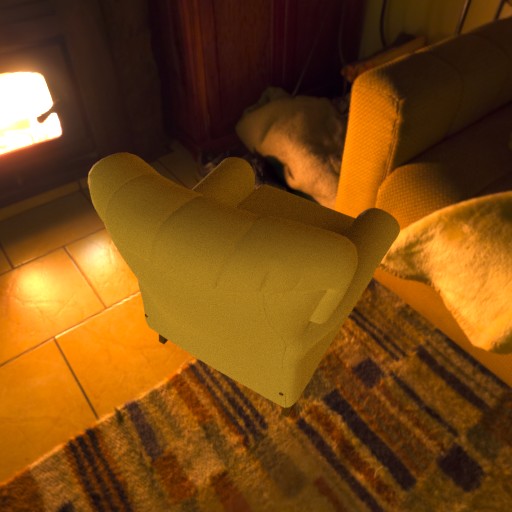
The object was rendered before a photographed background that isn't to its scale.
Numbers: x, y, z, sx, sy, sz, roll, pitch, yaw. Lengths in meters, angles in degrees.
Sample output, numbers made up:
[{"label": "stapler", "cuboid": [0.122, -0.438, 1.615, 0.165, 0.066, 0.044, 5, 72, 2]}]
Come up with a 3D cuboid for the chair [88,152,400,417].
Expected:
[{"label": "chair", "cuboid": [0.000, 0.000, 2.012, 1.035, 1.169, 1.132, 24, 51, 22]}]
